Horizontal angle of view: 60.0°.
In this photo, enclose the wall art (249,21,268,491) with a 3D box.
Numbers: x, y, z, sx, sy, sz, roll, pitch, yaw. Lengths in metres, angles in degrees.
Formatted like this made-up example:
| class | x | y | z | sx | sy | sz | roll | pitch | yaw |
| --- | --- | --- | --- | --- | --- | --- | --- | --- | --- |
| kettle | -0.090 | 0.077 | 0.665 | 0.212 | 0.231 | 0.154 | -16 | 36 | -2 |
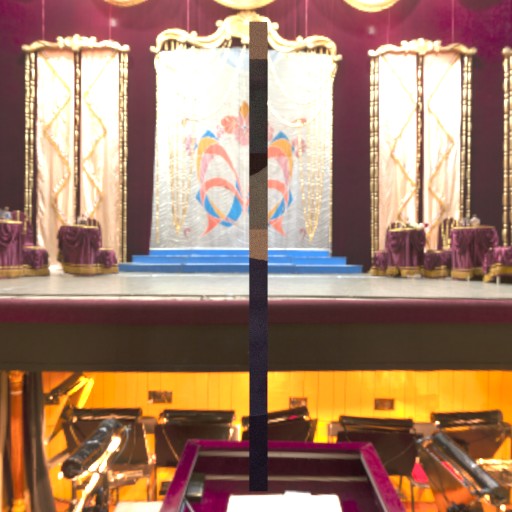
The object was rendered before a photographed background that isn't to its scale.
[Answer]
| class | x | y | z | sx | sy | sz | roll | pitch | yaw |
| --- | --- | --- | --- | --- | --- | --- | --- | --- | --- |
| wall art | 0.000 | 0.000 | 0.807 | 0.026 | 0.613 | 0.458 | 0 | 0 | -1 |
